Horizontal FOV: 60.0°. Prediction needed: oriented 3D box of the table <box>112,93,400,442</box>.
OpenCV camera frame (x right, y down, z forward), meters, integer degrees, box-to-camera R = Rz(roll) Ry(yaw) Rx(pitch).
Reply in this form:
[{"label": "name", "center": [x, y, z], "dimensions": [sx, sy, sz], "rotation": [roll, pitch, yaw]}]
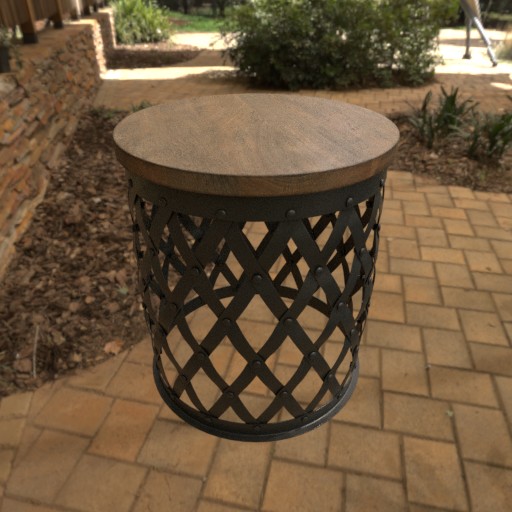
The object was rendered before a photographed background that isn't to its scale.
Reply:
[{"label": "table", "center": [0.000, 0.000, 0.765], "dimensions": [0.405, 0.454, 0.405], "rotation": [0, 32, 0]}]
